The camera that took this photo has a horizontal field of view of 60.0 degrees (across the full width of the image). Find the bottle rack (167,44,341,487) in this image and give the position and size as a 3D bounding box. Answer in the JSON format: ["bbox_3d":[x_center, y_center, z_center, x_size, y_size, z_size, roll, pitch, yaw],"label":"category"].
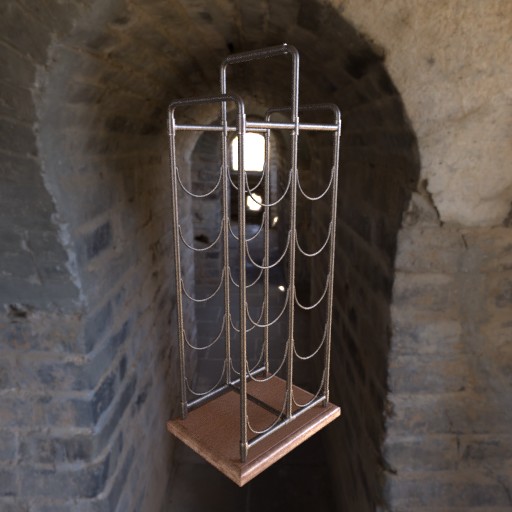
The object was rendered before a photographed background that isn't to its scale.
[{"bbox_3d":[0.000,0.000,0.793,0.276,0.680,0.208,-14,20,-43],"label":"bottle rack"}]
